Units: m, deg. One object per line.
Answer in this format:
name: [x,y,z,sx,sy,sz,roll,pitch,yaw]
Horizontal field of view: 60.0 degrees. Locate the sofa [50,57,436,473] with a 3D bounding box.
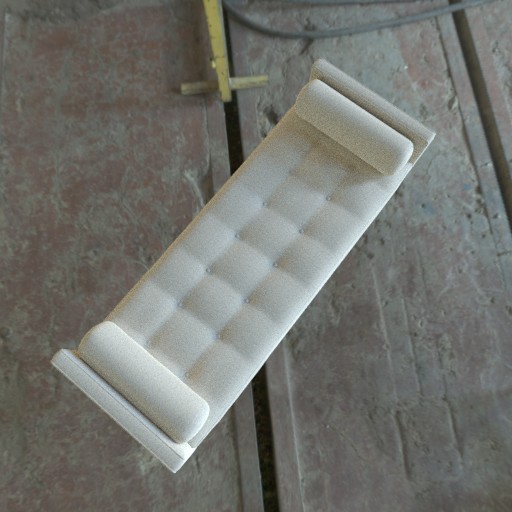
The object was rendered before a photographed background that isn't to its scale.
sofa: [0.000,0.000,2.337,0.746,0.641,1.985,38,78,9]
